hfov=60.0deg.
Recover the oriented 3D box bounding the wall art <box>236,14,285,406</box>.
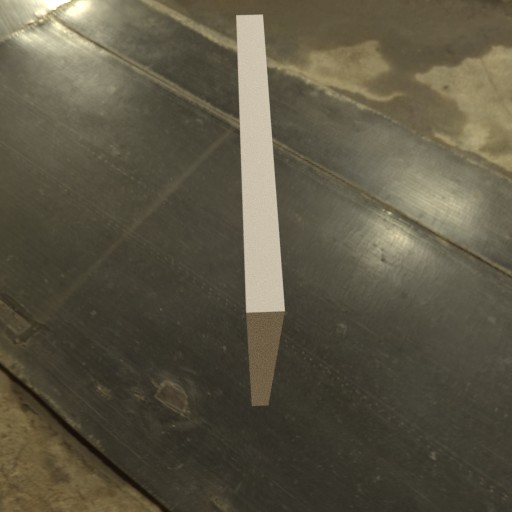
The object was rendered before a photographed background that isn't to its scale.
[{"bbox_3d":[0.000,0.000,0.833,0.038,0.657,0.450,-2,64,-1],"label":"wall art"}]
